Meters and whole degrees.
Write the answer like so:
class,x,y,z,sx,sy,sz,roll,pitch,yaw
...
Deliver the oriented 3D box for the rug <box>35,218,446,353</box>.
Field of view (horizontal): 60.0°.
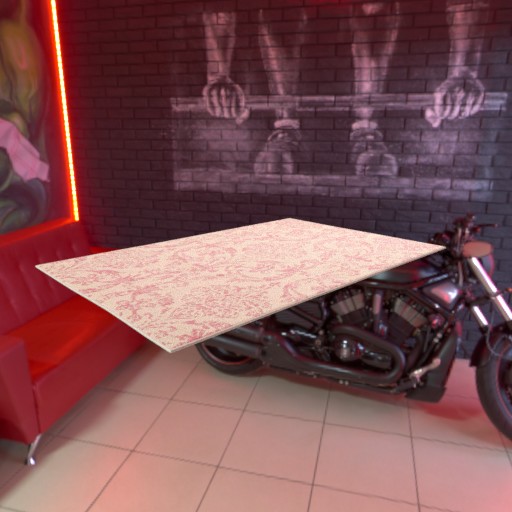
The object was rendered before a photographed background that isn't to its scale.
class,x,y,z,sx,sy,sz,roll,pitch,yaw
rug,0.000,0.000,2.358,1.839,0.012,1.219,-14,21,-41
